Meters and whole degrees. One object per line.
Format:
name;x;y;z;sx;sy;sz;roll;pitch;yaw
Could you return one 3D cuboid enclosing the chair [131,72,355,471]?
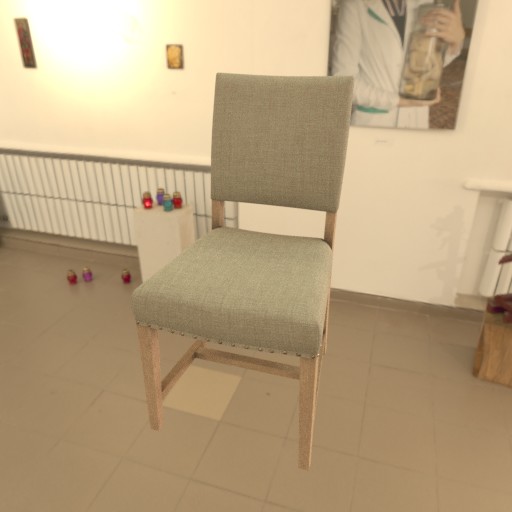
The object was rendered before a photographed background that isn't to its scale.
chair;0.000;0.000;1.343;0.508;0.986;0.622;8;28;16
